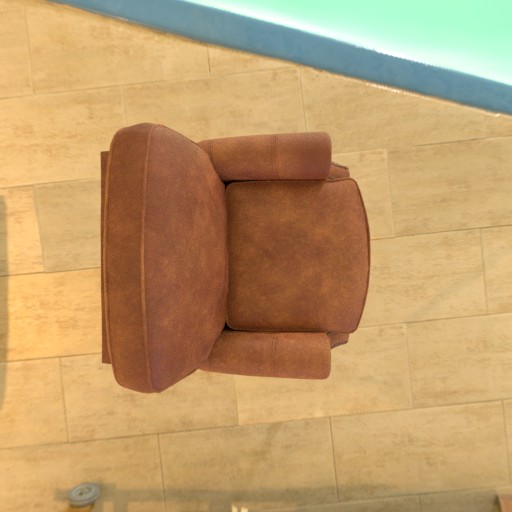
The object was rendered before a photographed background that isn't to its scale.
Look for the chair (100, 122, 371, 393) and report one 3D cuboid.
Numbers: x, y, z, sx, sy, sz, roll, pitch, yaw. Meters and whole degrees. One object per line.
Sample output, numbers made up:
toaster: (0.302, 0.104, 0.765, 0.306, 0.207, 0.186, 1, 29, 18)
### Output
chair: (0.000, 0.000, 1.747, 0.986, 1.018, 0.936, 0, 91, 0)
